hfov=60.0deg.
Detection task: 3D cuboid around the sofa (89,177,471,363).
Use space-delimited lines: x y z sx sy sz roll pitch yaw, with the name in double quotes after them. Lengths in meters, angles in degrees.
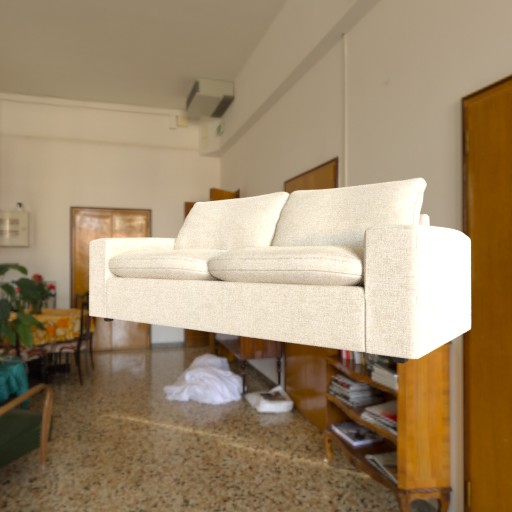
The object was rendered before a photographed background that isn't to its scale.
0.000 0.000 2.814 2.299 0.922 1.040 0 -1 37 "sofa"
